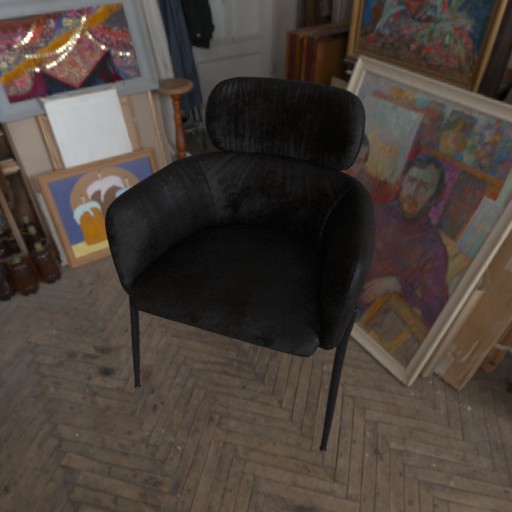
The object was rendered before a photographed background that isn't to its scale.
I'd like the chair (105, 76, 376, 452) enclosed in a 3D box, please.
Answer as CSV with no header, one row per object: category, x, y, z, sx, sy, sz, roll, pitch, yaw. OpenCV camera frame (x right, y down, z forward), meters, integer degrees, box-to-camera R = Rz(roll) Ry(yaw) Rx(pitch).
chair,0.000,0.000,1.274,0.640,0.818,0.604,13,41,15
